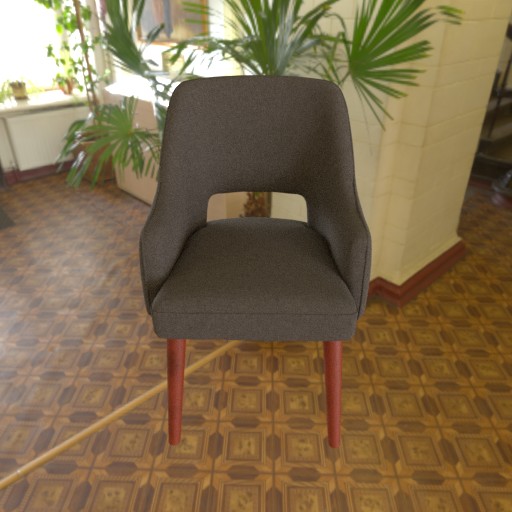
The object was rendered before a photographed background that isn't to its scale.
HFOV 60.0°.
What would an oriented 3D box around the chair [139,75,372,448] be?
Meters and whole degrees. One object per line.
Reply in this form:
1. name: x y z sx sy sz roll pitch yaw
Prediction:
1. chair: 0.000 0.000 1.197 0.559 0.838 0.560 1 30 1
